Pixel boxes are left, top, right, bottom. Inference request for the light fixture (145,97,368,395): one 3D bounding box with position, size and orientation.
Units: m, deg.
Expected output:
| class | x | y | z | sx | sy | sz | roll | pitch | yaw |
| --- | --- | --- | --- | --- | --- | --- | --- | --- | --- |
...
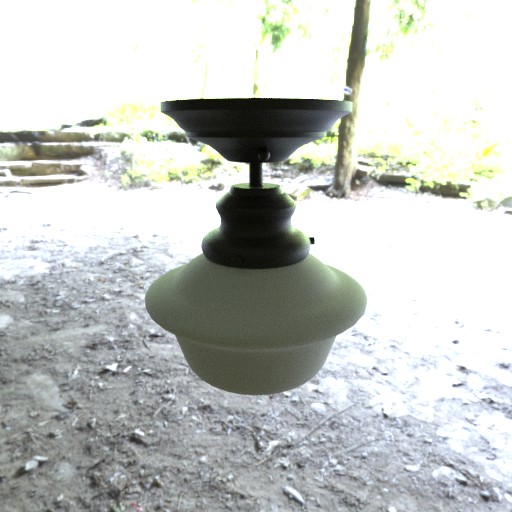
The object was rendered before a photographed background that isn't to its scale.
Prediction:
| class | x | y | z | sx | sy | sz | roll | pitch | yaw |
| --- | --- | --- | --- | --- | --- | --- | --- | --- | --- |
| light fixture | 0.000 | 0.000 | 0.389 | 0.197 | 0.254 | 0.197 | 0 | 16 | 0 |
